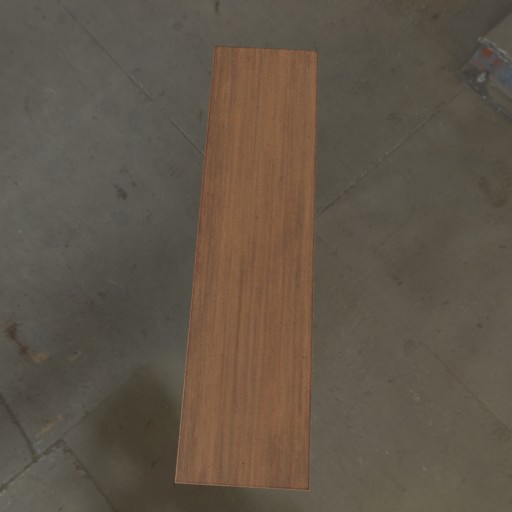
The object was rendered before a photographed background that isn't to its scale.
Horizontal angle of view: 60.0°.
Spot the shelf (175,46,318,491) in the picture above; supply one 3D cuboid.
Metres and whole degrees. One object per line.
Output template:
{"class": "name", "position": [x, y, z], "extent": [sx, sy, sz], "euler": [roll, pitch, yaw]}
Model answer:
{"class": "shelf", "position": [0.000, 0.000, 0.715], "extent": [0.166, 0.190, 0.636], "euler": [3, 75, 1]}
